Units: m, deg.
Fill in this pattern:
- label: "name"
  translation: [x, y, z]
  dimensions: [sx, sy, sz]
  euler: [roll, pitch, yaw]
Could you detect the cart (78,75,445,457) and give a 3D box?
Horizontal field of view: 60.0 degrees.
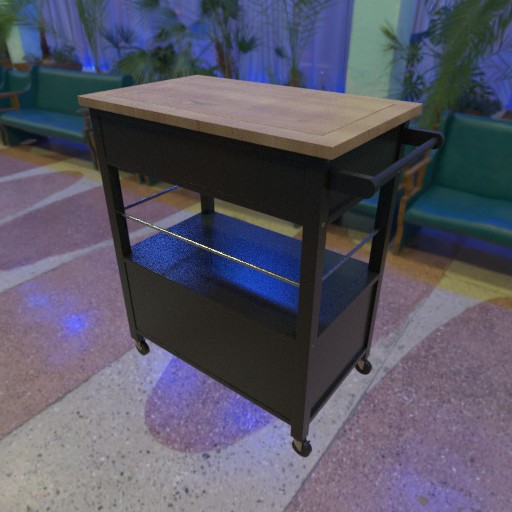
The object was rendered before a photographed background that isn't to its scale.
- label: "cart"
  translation: [0.000, 0.000, 1.341]
  dimensions: [0.840, 0.901, 0.459]
  euler: [21, 36, 31]
